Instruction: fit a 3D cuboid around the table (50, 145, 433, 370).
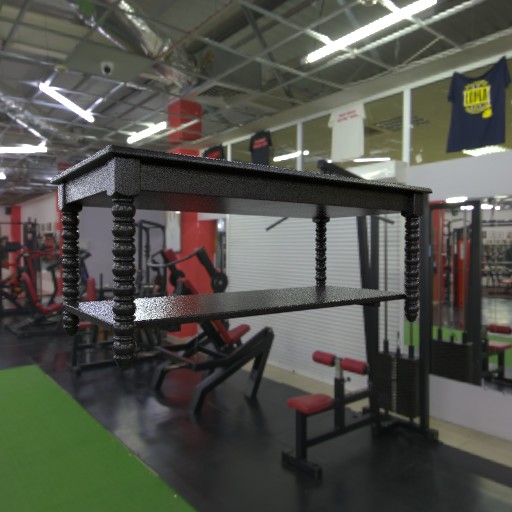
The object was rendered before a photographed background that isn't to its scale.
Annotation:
[{"bbox_3d":[0.000,0.000,1.498,1.171,0.487,0.580,-1,1,-36],"label":"table"}]
